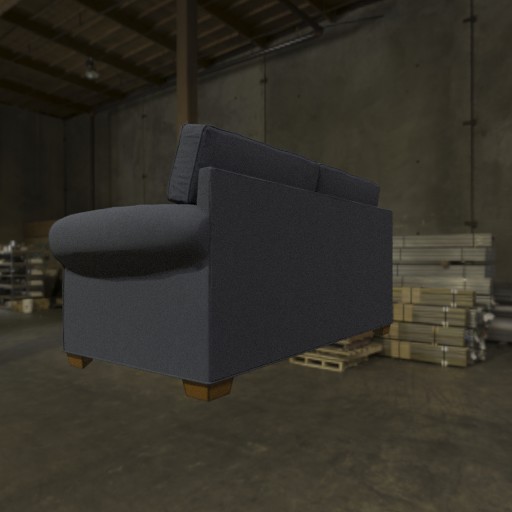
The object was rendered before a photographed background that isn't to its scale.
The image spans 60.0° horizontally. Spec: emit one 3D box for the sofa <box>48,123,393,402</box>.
[{"bbox_3d":[0.000,0.000,2.522,0.951,1.031,2.009,0,0,37],"label":"sofa"}]
